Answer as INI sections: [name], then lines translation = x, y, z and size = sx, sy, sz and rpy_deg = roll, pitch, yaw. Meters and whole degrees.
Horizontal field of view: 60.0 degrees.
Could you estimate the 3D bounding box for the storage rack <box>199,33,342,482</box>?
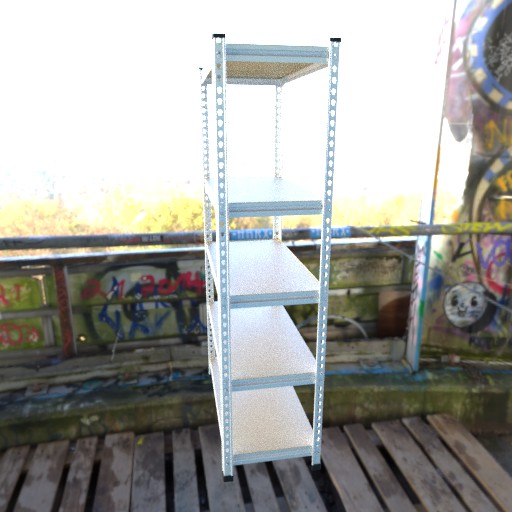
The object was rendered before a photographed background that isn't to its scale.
[storage rack]
translation = 0.000, 0.000, 2.199
size = 0.457, 1.829, 0.914
rpy_deg = -3, 16, -10
